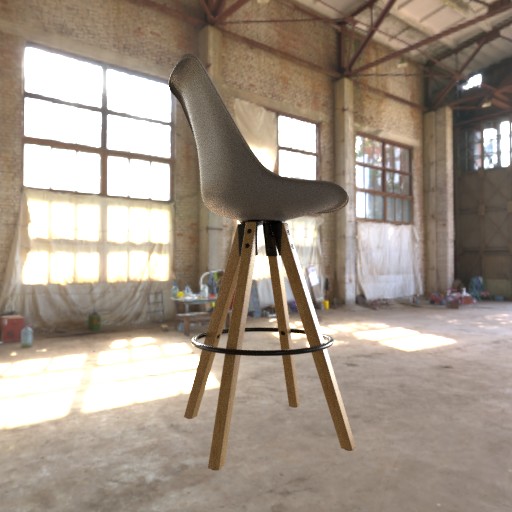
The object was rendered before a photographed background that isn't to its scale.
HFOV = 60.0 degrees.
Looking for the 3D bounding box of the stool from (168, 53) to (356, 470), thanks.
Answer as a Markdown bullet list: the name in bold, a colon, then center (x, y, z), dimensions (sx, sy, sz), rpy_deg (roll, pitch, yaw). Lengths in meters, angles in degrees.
- **stool**: center (0.000, 0.000, 1.414), dimensions (0.550, 1.115, 0.485), rpy_deg (0, -1, -18)
